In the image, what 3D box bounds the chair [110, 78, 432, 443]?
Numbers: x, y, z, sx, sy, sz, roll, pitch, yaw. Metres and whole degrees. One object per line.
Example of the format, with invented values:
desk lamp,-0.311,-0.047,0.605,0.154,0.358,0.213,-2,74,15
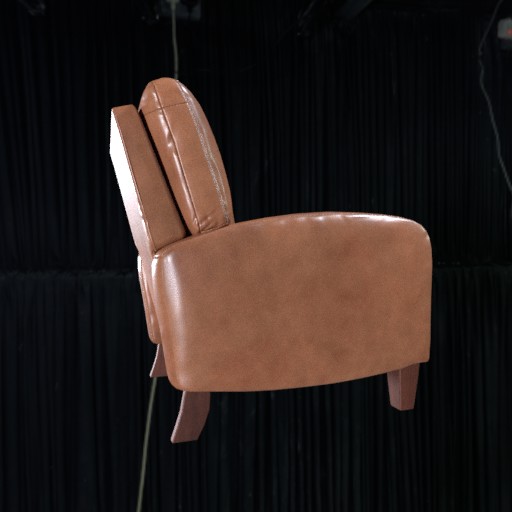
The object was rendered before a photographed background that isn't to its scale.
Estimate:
chair,0.000,0.000,1.601,0.990,0.990,0.762,0,2,-19
